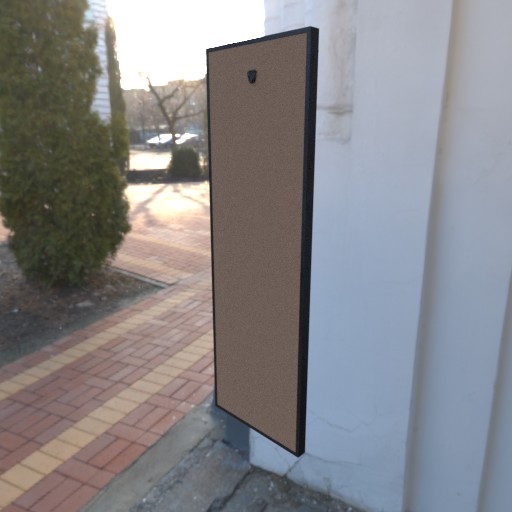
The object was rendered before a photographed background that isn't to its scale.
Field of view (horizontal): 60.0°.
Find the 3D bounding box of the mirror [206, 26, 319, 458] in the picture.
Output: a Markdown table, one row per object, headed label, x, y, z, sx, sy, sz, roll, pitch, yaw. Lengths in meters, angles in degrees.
| label | x | y | z | sx | sy | sz | roll | pitch | yaw |
| --- | --- | --- | --- | --- | --- | --- | --- | --- | --- |
| mirror | 0.000 | 0.000 | 1.201 | 0.354 | 1.080 | 0.042 | 14 | 20 | 43 |
